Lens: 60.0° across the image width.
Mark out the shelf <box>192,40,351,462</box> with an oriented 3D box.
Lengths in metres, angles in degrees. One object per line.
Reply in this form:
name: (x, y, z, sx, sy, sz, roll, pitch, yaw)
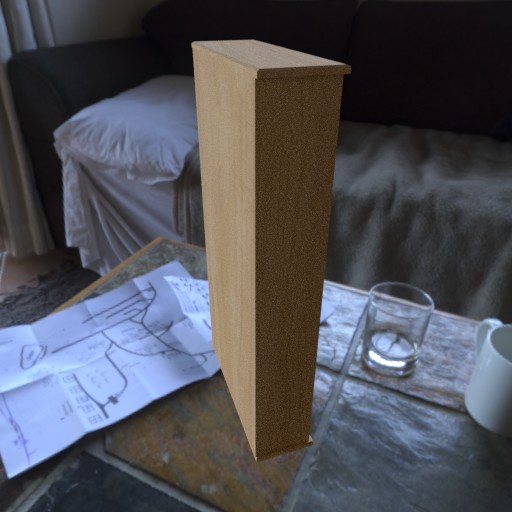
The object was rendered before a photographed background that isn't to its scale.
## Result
shelf: (0.000, 0.000, 1.220, 0.175, 1.030, 0.520, -10, 32, -16)
